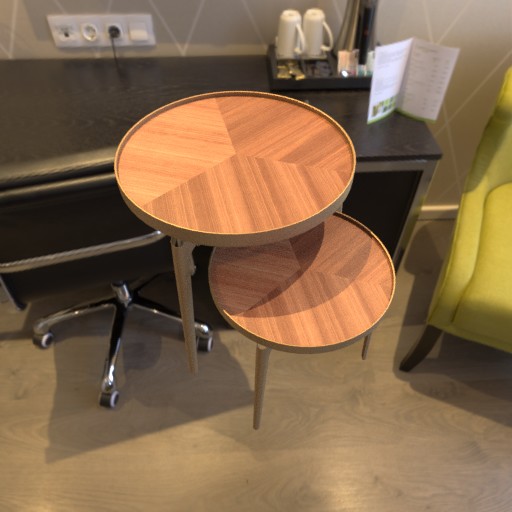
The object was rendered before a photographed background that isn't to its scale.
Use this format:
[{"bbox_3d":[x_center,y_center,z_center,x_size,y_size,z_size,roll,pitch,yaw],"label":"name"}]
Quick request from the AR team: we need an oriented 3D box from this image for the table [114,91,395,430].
[{"bbox_3d":[0.000,0.000,1.150,0.532,0.555,0.751,-26,53,-21],"label":"table"}]
